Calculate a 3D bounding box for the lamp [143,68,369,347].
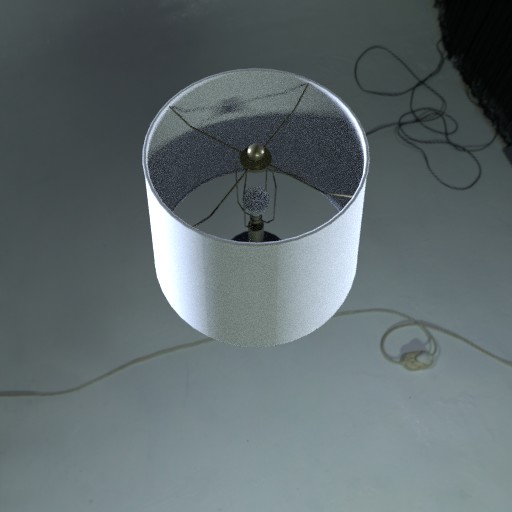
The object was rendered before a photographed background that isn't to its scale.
[{"bbox_3d":[0.000,0.000,0.547,0.239,0.399,0.239,0,63,0],"label":"lamp"}]
